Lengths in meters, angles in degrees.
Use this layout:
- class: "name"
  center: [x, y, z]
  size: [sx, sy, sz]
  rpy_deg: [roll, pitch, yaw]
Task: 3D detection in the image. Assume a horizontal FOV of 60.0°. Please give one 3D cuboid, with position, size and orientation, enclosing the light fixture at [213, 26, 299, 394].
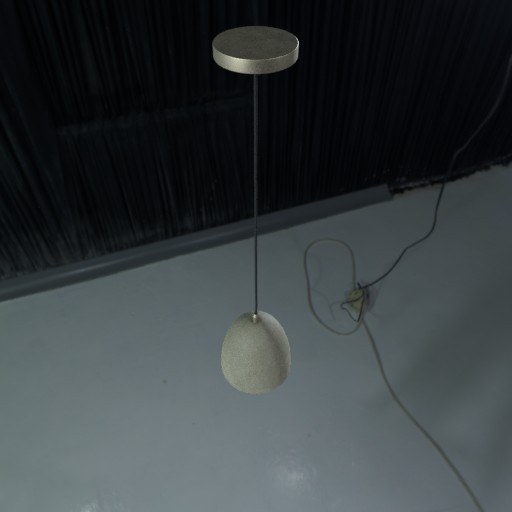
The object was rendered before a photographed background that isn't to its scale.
- class: "light fixture"
  center: [0.000, 0.000, 0.817]
  size: [0.170, 0.759, 0.170]
  rpy_deg: [-17, 49, -16]
